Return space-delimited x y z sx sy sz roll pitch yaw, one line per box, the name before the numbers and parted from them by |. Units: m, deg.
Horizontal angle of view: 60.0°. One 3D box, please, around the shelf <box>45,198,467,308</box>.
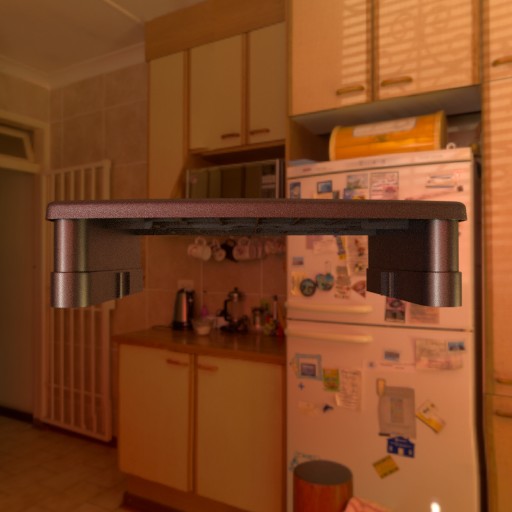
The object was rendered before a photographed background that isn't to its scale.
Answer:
shelf | 0.000 0.000 0.527 0.410 0.100 0.280 0 -1 -1
